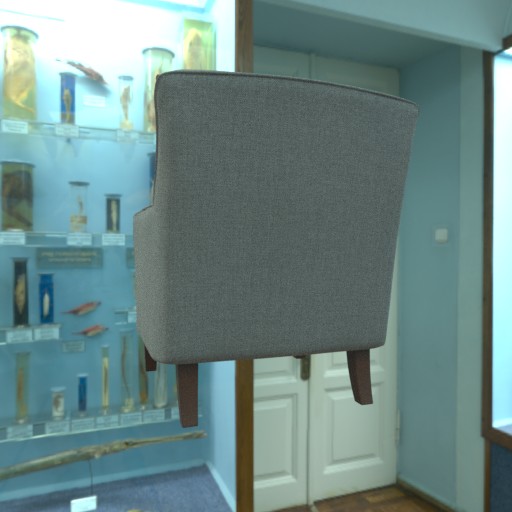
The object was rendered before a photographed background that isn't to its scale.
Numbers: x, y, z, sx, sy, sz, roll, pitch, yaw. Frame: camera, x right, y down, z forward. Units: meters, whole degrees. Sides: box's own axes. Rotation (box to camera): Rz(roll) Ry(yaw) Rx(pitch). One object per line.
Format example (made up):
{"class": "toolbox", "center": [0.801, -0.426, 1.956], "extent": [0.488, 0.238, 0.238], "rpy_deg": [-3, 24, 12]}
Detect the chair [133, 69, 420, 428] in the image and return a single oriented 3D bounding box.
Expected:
{"class": "chair", "center": [0.000, 0.000, 1.743], "extent": [0.887, 1.047, 0.993], "rpy_deg": [0, 1, -19]}
